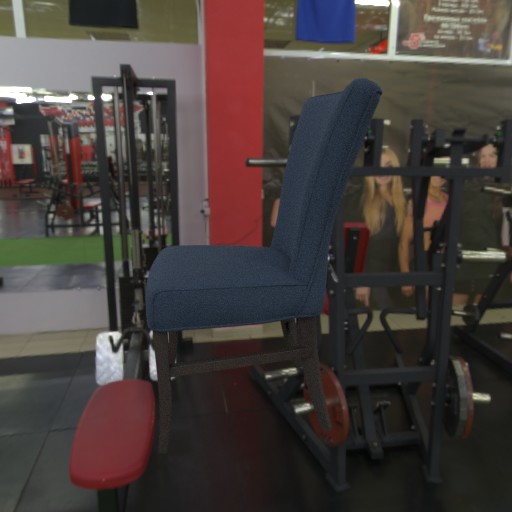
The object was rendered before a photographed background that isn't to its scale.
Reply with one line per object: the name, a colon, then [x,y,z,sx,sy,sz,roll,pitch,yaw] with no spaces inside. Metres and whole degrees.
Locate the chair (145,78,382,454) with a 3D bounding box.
chair: [0.000,0.000,1.383,0.660,0.991,0.520,-2,14,-7]
